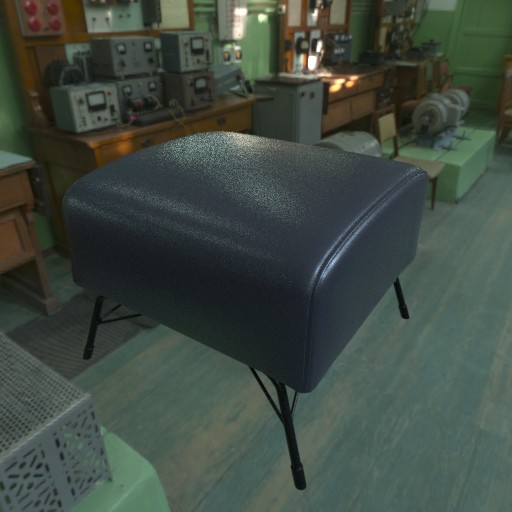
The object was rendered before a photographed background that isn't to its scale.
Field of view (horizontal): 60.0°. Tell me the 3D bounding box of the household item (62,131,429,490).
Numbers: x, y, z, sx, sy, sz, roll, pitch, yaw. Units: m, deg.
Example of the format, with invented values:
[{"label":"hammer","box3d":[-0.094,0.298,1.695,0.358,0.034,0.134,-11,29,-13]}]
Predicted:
[{"label":"household item","box3d":[0.000,0.000,0.892,0.530,0.410,0.530,18,34,29]}]
